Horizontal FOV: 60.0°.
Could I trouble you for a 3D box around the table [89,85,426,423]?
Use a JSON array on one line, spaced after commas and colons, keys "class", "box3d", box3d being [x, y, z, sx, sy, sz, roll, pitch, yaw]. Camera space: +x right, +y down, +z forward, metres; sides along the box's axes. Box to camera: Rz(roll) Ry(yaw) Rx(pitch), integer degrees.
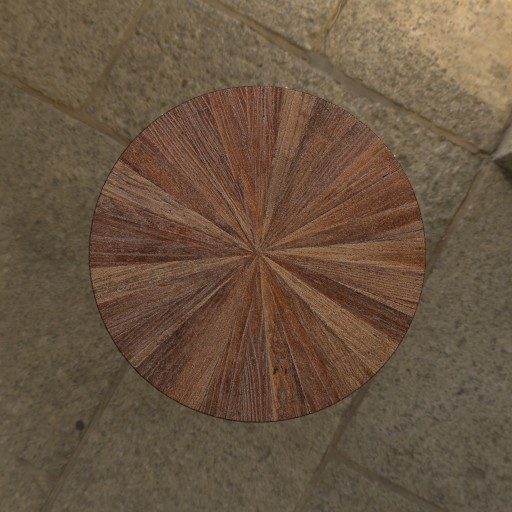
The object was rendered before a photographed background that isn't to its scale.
[{"class": "table", "box3d": [0.000, 0.000, 1.487, 0.885, 0.658, 0.885, 0, 88, -1]}]
